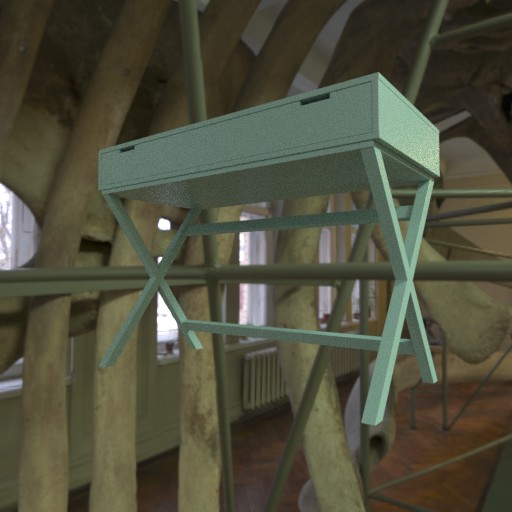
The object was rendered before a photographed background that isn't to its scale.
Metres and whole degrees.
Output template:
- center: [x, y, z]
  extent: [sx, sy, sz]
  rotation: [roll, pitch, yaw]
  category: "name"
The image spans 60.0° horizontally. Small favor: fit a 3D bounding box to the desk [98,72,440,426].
- center: [0.000, 0.000, 1.489]
  extent: [1.059, 0.780, 0.509]
  rotation: [-2, -3, 37]
  category: "desk"
